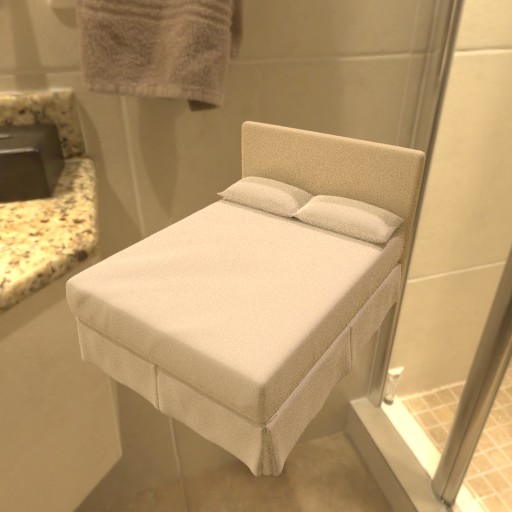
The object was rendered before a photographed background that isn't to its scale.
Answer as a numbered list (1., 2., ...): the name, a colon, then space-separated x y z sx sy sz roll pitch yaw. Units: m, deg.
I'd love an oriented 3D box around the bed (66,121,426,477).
1. bed: 0.000 0.000 3.240 1.714 1.330 2.147 20 36 30
